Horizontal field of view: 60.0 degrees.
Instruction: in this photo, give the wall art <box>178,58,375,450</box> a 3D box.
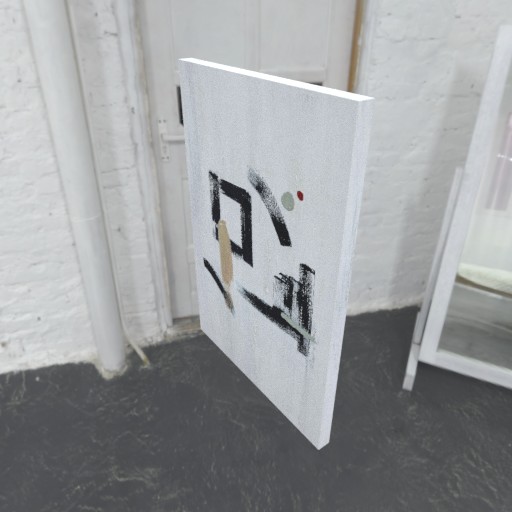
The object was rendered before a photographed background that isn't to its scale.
[{"bbox_3d":[0.000,0.000,1.190,0.043,0.914,0.624,-21,37,-31],"label":"wall art"}]
